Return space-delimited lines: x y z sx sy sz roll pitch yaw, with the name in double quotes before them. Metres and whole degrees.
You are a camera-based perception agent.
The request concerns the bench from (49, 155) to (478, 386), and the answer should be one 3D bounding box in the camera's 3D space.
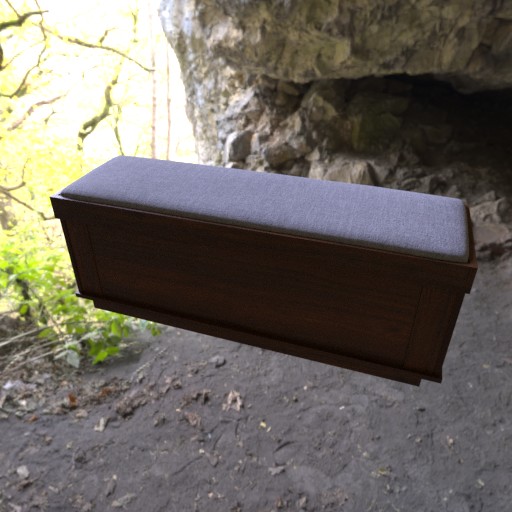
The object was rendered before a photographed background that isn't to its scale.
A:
"bench" 0.000 0.000 1.427 1.196 0.468 0.367 10 34 16
